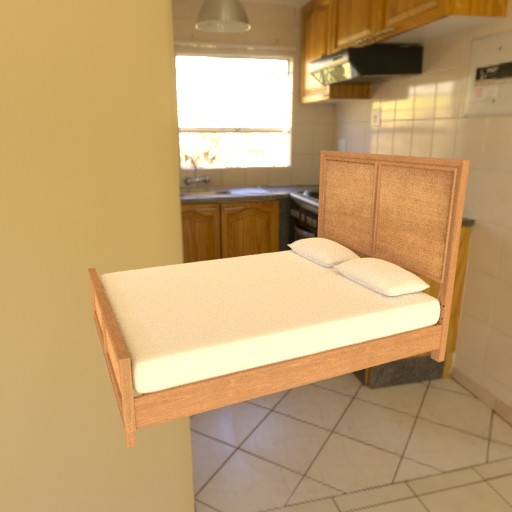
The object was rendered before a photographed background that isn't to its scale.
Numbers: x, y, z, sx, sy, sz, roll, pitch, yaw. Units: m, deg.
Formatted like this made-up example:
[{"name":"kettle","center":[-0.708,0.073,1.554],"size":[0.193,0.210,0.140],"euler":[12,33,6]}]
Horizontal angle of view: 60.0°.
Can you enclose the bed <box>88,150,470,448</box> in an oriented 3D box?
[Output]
[{"name":"bed","center":[0.000,0.000,3.202],"size":[2.184,1.387,1.606],"euler":[-7,17,-24]}]
